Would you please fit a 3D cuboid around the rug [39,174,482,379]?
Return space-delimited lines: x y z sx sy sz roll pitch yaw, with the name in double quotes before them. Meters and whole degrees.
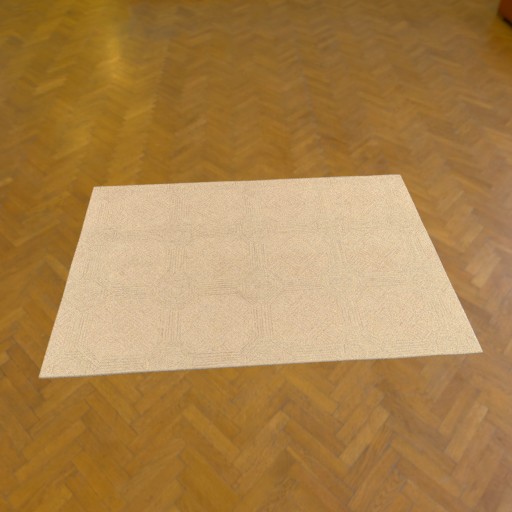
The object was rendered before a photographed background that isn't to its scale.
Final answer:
"rug" 0.000 0.000 2.241 1.839 0.009 1.236 -3 47 -3
